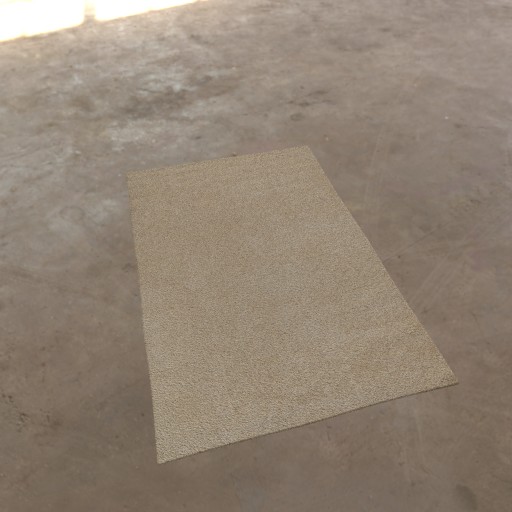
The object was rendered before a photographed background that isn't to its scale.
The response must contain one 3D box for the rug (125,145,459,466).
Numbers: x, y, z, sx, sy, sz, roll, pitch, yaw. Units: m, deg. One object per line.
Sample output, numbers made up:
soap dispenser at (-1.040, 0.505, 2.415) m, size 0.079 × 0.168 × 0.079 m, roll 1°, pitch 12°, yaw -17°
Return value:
rug at (0.000, 0.000, 3.406) m, size 1.800 × 0.025 × 2.699 m, roll -11°, pitch 47°, yaw -10°
